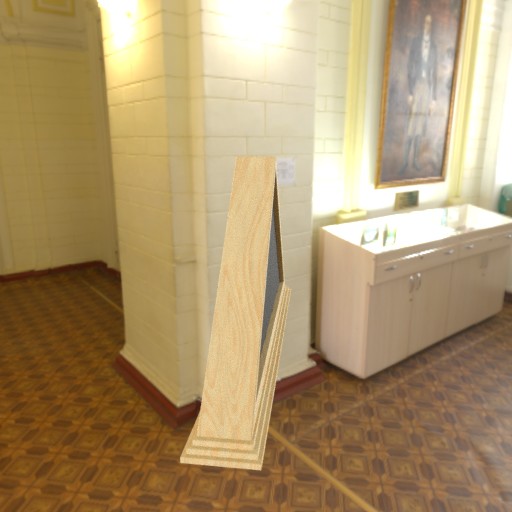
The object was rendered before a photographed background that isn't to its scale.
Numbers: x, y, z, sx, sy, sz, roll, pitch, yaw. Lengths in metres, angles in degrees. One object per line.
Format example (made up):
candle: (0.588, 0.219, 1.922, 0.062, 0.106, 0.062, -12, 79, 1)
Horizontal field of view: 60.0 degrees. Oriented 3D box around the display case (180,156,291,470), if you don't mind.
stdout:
display case: (0.000, 0.000, 0.776, 0.095, 0.340, 0.640, 2, 14, 7)
